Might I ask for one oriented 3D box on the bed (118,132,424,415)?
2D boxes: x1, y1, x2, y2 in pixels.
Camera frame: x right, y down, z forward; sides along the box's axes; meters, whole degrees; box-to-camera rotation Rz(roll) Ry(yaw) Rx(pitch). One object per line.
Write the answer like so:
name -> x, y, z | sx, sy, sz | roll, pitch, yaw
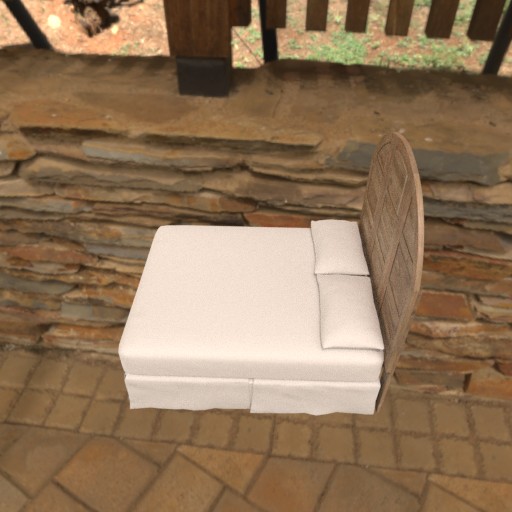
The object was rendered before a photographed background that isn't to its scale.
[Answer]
bed -> 0.000, 0.000, 3.633 | 2.112, 2.002, 1.713 | 1, 42, 2
